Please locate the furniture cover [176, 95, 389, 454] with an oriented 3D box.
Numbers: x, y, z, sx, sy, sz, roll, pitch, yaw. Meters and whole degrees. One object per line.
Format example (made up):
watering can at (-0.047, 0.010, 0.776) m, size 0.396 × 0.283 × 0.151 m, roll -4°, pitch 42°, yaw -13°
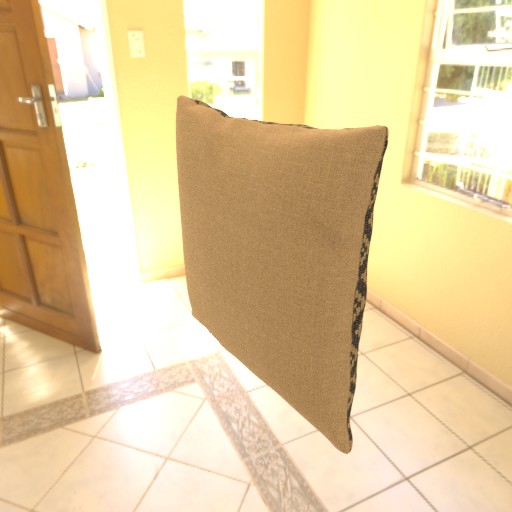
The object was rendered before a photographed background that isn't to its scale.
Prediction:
furniture cover at (0.000, 0.000, 0.668) m, size 0.139 × 0.431 × 0.431 m, roll -17°, pitch 30°, yaw -32°
